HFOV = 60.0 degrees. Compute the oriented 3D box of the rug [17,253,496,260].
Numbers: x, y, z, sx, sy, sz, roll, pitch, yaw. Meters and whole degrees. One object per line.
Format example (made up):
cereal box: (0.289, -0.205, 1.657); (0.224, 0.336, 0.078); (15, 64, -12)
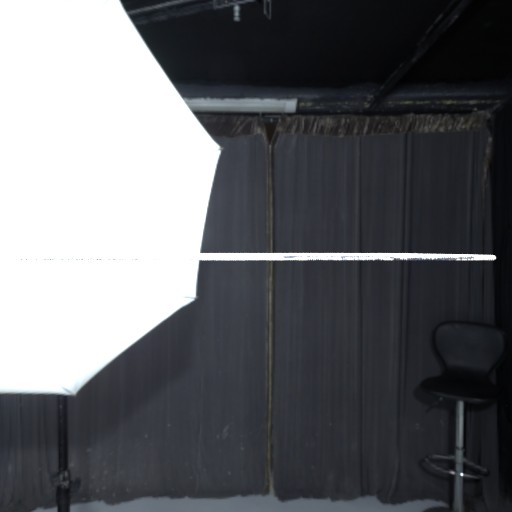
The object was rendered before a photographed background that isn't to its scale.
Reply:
rug: (0.000, 0.000, 2.322); (1.847, 0.020, 1.238); (0, 1, -1)
